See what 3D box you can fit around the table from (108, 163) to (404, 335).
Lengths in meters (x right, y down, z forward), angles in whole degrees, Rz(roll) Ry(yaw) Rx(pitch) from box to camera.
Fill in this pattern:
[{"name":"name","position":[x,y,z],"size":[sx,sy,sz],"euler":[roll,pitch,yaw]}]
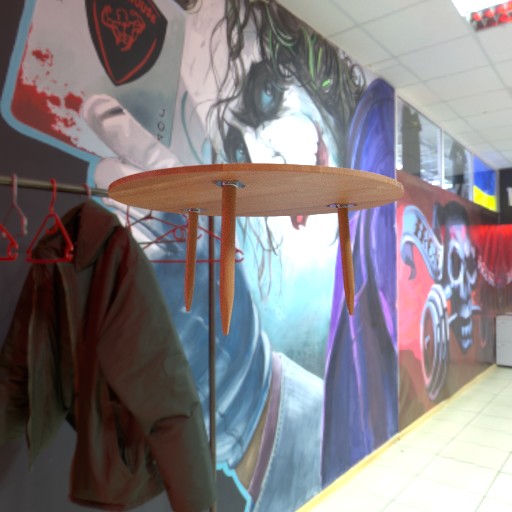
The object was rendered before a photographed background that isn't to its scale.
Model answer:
[{"name":"table","position":[0.000,0.000,1.418],"size":[0.900,0.400,0.900],"euler":[0,-1,0]}]
